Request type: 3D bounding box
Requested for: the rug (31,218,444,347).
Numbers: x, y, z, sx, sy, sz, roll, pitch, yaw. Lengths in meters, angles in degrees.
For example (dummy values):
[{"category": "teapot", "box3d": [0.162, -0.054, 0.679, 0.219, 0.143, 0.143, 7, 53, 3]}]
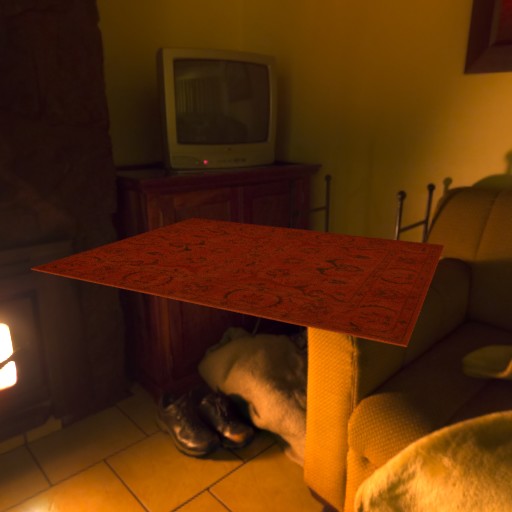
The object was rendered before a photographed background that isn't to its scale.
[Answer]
[{"category": "rug", "box3d": [0.000, 0.000, 3.941, 2.929, 0.012, 2.300, 8, 18, 26]}]
